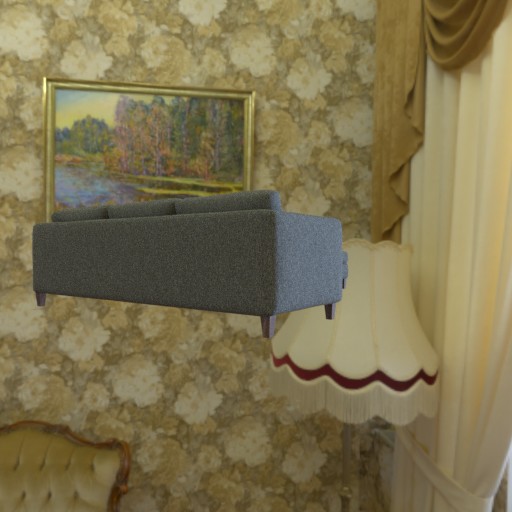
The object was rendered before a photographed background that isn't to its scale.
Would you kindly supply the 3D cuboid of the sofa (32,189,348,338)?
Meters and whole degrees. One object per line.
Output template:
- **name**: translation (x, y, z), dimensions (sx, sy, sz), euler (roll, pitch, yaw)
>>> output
- **sofa**: translation (0.000, 0.000, 4.429), dimensions (2.551, 0.853, 3.238), euler (1, 1, 35)
